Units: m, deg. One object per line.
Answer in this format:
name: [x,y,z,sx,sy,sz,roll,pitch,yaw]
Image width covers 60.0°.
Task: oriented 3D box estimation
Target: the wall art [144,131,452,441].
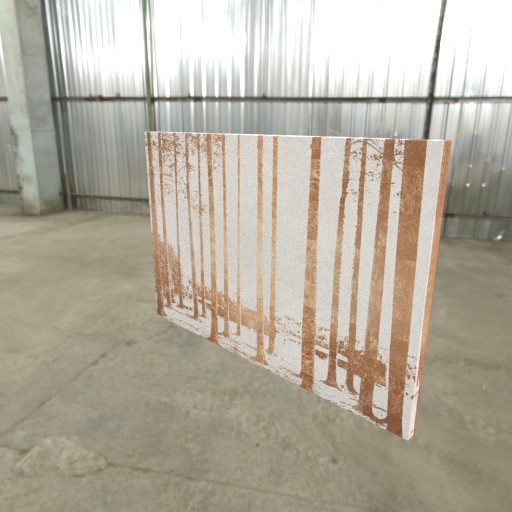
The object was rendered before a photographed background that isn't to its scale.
wall art: [0.000,0.000,1.153,0.914,0.609,0.035,16,23,42]
